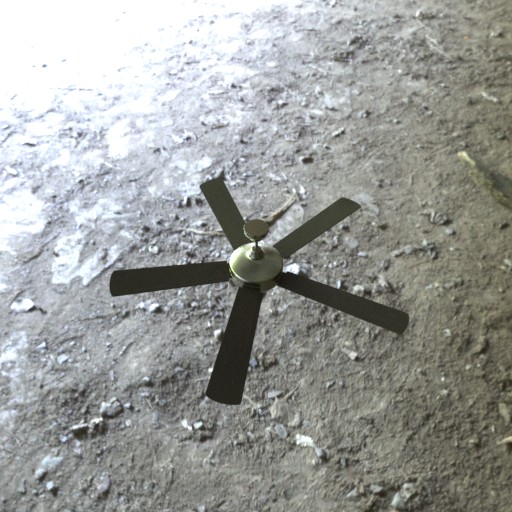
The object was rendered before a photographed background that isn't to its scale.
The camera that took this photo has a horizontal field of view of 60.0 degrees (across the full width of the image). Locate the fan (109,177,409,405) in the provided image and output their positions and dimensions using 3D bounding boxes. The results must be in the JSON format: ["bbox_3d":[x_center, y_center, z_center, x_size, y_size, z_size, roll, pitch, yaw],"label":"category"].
[{"bbox_3d":[0.000,0.000,2.003,1.321,0.356,1.321,1,48,1],"label":"fan"}]
